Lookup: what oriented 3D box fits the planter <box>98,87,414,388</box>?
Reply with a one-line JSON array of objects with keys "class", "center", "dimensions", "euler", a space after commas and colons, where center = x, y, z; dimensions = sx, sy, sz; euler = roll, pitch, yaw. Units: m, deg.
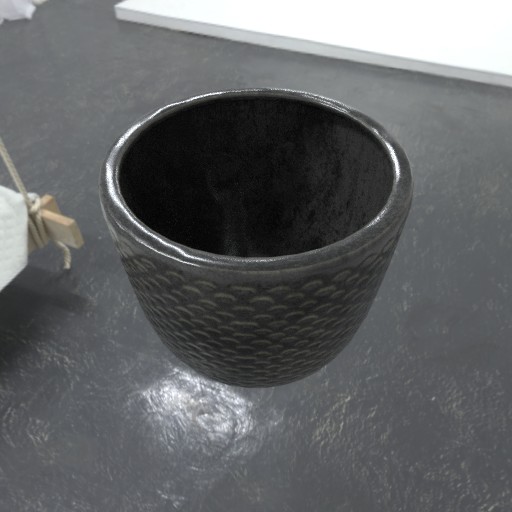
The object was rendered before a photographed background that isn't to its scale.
[{"class": "planter", "center": [0.000, 0.000, 0.245], "dimensions": [0.140, 0.129, 0.140], "euler": [0, 47, 0]}]
